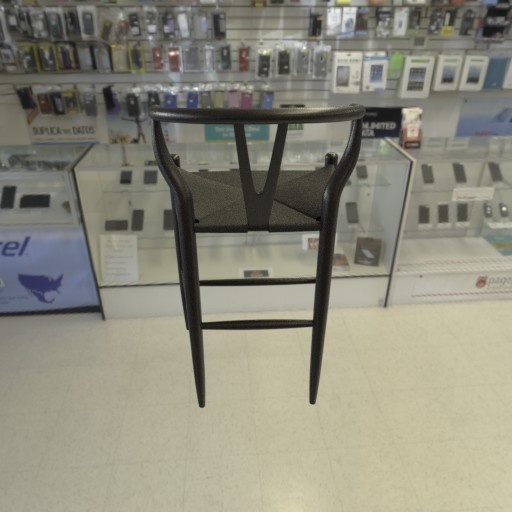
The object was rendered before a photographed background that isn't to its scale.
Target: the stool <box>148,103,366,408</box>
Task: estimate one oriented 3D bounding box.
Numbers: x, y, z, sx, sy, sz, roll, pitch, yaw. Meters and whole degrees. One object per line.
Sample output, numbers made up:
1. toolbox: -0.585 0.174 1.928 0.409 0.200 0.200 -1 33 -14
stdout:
1. stool: 0.000 0.000 1.345 0.569 0.970 0.579 -1 29 -2
